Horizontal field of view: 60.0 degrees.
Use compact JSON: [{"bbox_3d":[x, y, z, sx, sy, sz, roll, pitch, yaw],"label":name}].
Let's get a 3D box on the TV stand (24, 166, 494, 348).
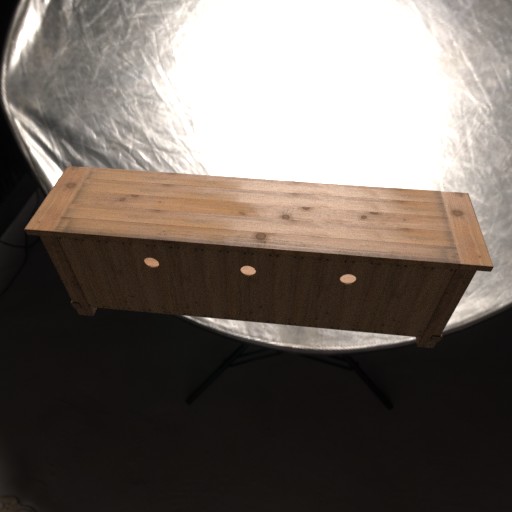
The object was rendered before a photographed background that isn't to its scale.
[{"bbox_3d":[0.000,0.000,2.051,1.804,0.573,0.453,5,47,4],"label":"TV stand"}]
